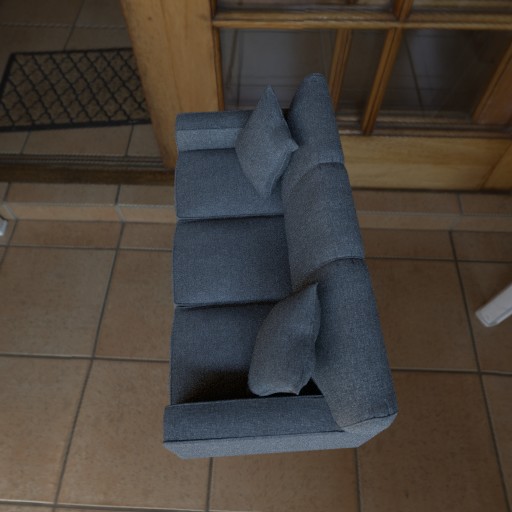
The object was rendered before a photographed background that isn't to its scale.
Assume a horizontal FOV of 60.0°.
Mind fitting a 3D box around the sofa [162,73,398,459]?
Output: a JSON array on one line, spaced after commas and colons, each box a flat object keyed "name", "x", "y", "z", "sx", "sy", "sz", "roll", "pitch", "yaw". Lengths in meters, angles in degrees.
[{"name": "sofa", "x": 0.000, "y": 0.000, "z": 2.523, "sx": 0.997, "sy": 0.958, "sz": 2.024, "roll": -3, "pitch": 60, "yaw": -2}]
